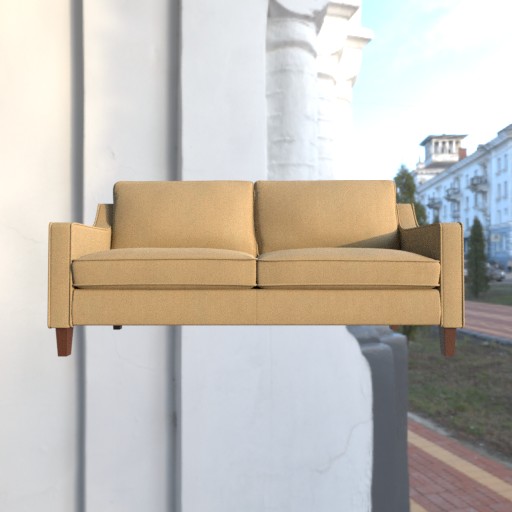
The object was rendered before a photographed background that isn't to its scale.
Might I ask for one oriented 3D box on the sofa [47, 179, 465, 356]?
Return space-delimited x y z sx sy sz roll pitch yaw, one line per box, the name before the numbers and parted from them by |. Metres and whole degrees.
sofa | 0.000 0.000 2.818 2.178 1.071 1.066 0 -1 0
